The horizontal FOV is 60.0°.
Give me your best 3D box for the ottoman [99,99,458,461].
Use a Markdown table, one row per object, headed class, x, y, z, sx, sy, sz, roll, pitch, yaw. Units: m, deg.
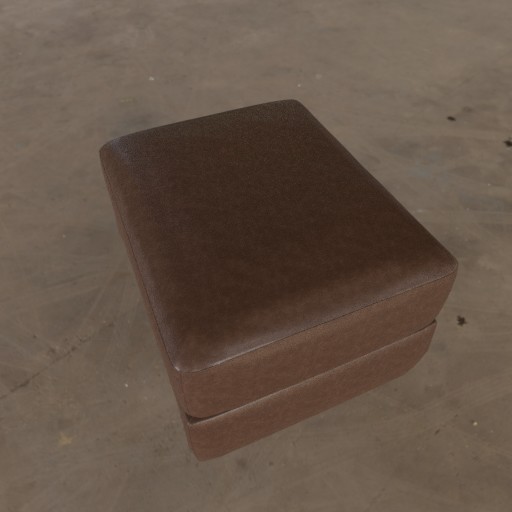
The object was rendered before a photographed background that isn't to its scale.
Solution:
| class | x | y | z | sx | sy | sz | roll | pitch | yaw |
| --- | --- | --- | --- | --- | --- | --- | --- | --- | --- |
| ottoman | 0.000 | 0.000 | 1.131 | 0.603 | 0.476 | 0.751 | -18 | 50 | -16 |
